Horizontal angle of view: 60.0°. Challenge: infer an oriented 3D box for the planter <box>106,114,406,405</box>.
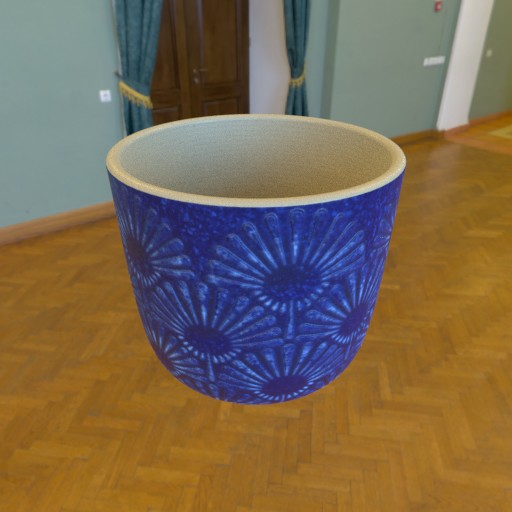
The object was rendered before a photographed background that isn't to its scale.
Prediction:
[{"bbox_3d":[0.000,0.000,0.217,0.124,0.109,0.124,0,30,0],"label":"planter"}]
